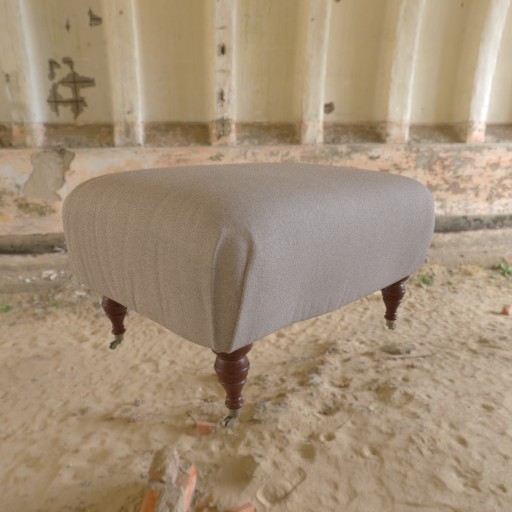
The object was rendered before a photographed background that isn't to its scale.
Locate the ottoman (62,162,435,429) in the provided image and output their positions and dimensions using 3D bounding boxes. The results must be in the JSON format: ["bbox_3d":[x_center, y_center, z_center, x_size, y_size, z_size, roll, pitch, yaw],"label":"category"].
[{"bbox_3d":[0.000,0.000,1.107,0.746,0.450,0.622,-15,21,-43],"label":"ottoman"}]
